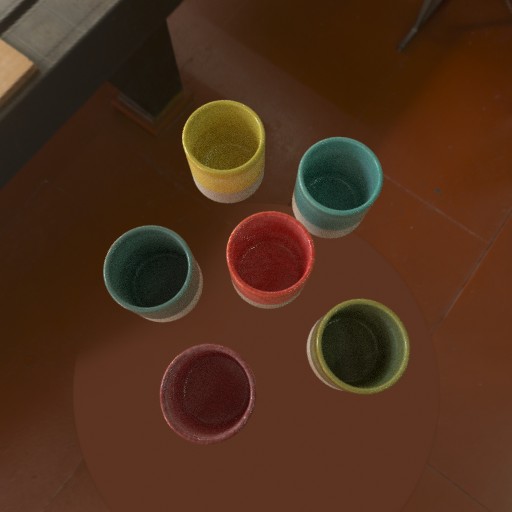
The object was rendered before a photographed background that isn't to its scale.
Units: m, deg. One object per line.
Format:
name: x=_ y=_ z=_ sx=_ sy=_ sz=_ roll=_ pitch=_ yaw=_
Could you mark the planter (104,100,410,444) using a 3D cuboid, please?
planter: x=0.000 y=0.000 z=0.409 sx=0.257 sy=0.075 sz=0.286 roll=-18 pitch=76 yaw=-5
